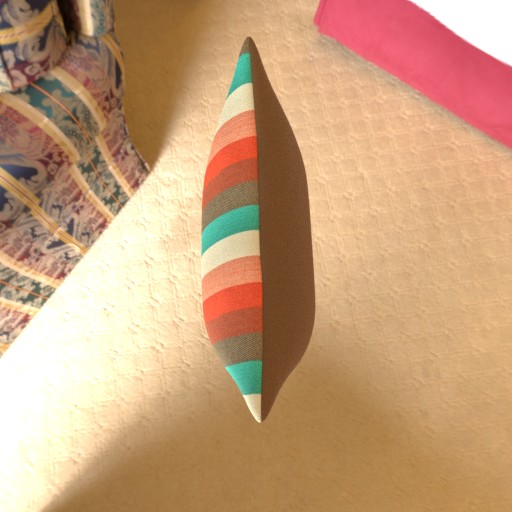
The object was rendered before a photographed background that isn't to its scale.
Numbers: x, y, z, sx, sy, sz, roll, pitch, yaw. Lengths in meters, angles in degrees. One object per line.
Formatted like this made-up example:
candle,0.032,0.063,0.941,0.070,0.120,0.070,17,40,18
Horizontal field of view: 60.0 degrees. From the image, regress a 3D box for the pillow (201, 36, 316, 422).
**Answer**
pillow,0.000,0.000,0.706,0.168,0.443,0.453,-2,75,0
